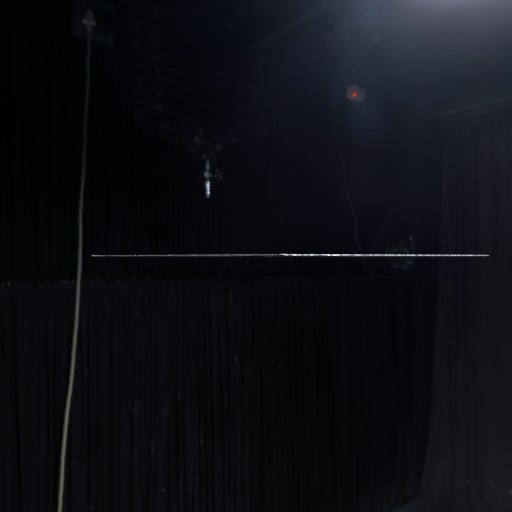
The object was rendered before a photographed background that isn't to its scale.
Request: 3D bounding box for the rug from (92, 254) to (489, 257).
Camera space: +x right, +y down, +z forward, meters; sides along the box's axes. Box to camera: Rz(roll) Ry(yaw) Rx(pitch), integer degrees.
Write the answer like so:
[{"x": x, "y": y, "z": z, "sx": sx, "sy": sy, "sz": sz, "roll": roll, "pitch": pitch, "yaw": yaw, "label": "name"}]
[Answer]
[{"x": 0.000, "y": 0.000, "z": 3.063, "sx": 1.546, "sy": 0.010, "sz": 2.442, "roll": 0, "pitch": 0, "yaw": -36, "label": "rug"}]
